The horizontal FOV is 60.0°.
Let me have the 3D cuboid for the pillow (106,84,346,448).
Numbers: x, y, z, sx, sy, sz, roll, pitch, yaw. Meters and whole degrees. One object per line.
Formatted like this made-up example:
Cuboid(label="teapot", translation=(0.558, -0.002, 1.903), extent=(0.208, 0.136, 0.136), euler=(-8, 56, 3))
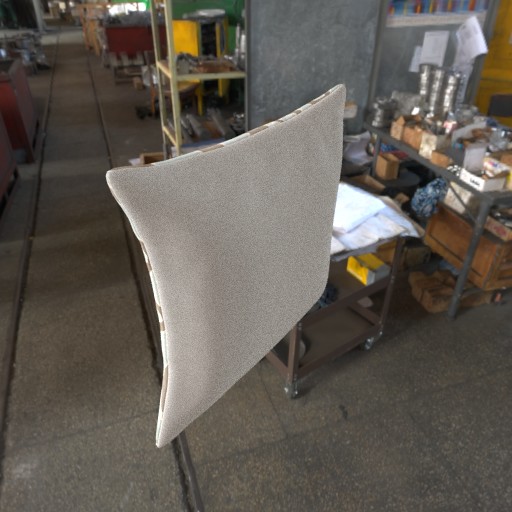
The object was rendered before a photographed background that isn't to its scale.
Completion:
Cuboid(label="pillow", translation=(0.000, 0.000, 0.805), extent=(0.166, 0.508, 0.552), euler=(22, 39, 30))
